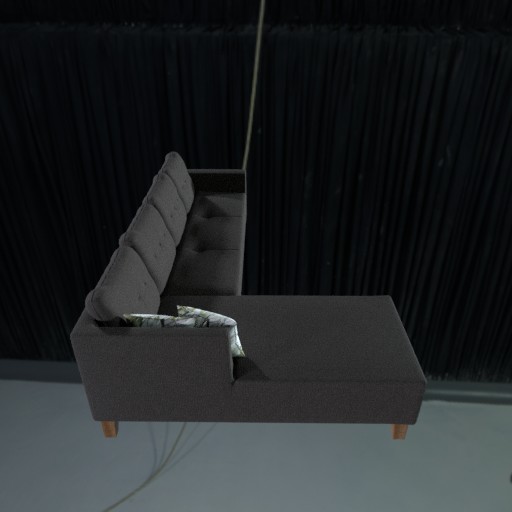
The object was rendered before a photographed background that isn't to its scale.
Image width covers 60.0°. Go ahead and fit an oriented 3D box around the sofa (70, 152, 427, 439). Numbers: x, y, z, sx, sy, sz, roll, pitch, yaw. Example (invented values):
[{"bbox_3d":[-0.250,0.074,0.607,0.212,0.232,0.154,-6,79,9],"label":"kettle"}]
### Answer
[{"bbox_3d":[0.000,0.000,3.454,1.829,0.932,2.679,0,31,0],"label":"sofa"}]
